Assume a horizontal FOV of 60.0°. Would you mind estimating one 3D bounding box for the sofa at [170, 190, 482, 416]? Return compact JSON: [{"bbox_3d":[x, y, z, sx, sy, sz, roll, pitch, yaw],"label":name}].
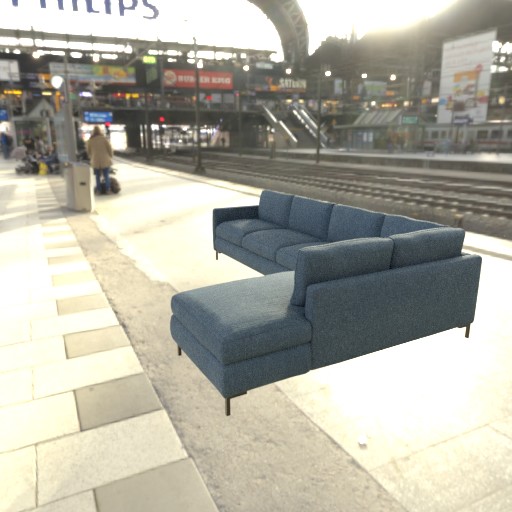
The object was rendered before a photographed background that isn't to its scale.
[{"bbox_3d":[0.000,0.000,3.863,2.007,0.815,2.949,-8,17,-28],"label":"sofa"}]
